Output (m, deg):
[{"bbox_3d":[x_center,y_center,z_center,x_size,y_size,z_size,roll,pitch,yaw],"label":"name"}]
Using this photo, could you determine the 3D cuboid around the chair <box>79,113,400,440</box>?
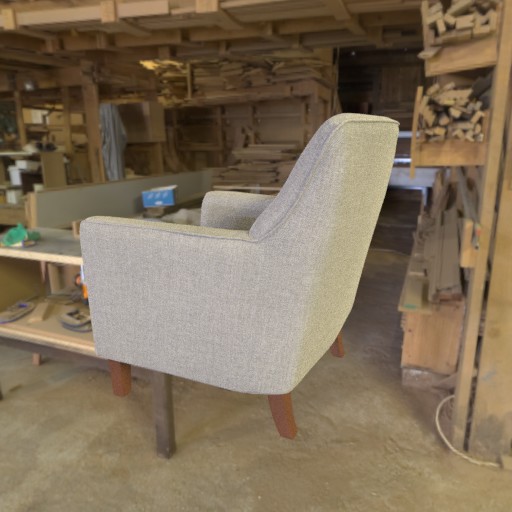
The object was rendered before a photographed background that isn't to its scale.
[{"bbox_3d":[0.000,0.000,1.771,0.993,1.047,0.887,7,17,25],"label":"chair"}]
